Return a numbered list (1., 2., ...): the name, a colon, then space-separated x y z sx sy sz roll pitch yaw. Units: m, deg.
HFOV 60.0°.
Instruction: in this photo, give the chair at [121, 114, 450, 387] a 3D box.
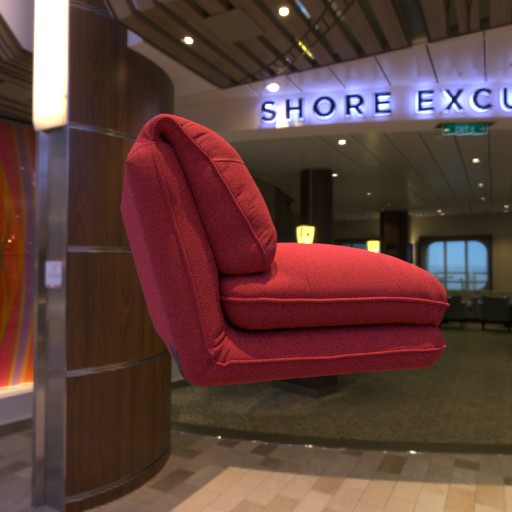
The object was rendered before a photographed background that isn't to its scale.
1. chair: 0.000 0.000 1.347 0.780 0.580 0.820 0 -1 -18
